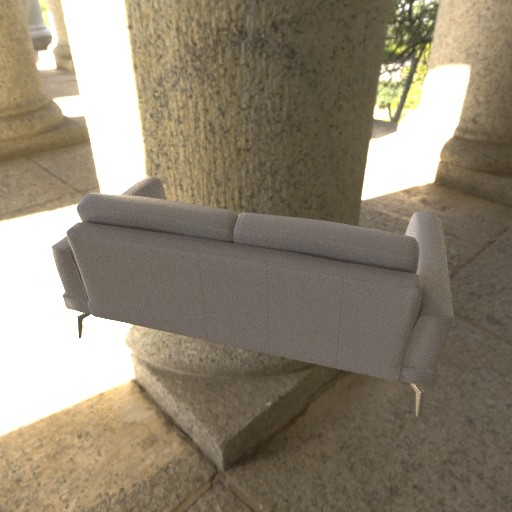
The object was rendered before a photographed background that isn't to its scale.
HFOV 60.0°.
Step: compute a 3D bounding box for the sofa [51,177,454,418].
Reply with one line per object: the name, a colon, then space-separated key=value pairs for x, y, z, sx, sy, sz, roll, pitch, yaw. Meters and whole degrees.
sofa: x=0.000 y=0.000 z=2.717 sx=2.177 sy=0.930 sz=1.121 roll=9 pitch=34 yaw=14
